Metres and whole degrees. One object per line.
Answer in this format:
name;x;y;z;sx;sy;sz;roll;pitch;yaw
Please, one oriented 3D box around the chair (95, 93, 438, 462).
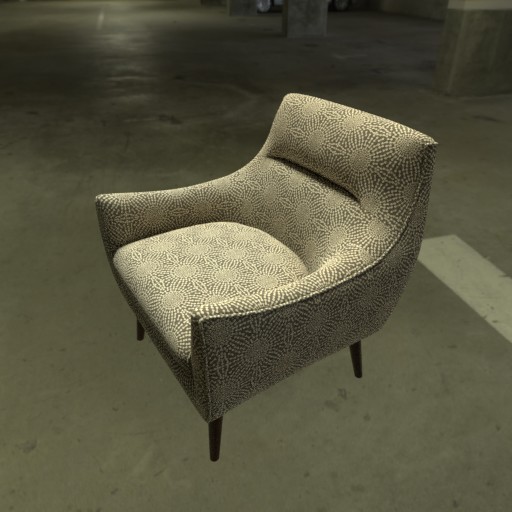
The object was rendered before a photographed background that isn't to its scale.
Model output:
chair;0.000;0.000;1.415;0.787;0.838;0.762;-19;37;-27
